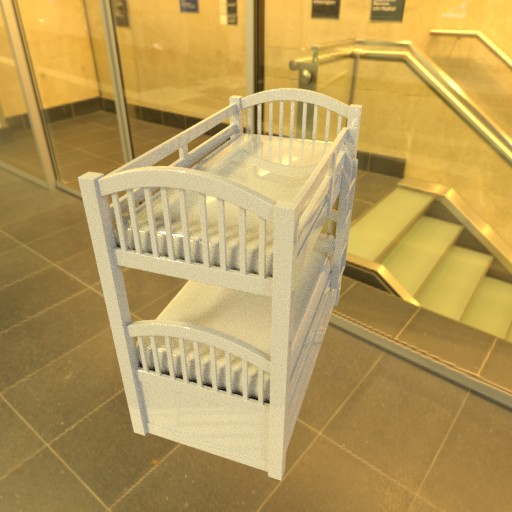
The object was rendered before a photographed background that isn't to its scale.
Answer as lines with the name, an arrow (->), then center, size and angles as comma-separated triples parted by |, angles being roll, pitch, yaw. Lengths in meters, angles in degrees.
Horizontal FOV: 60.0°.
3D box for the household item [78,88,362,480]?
household item -> 0.000, 0.000, 3.312 | 1.143, 2.032, 2.032 | 10, 33, 17
